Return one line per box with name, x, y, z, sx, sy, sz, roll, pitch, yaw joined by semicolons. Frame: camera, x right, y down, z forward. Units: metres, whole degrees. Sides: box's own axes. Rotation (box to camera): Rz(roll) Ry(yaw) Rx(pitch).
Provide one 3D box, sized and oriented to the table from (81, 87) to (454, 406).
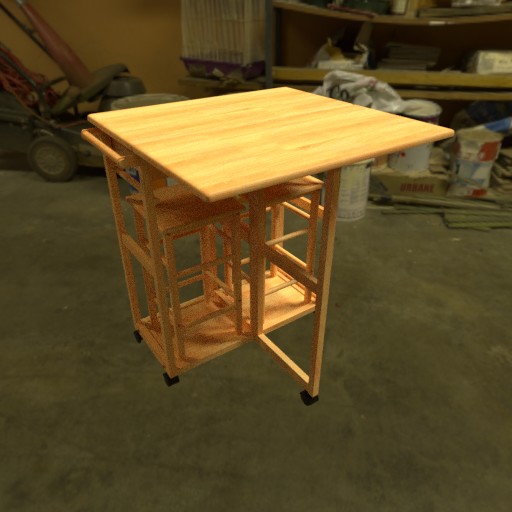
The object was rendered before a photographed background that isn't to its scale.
table;0.000;0.000;1.395;0.752;0.832;0.693;-20;36;-29
